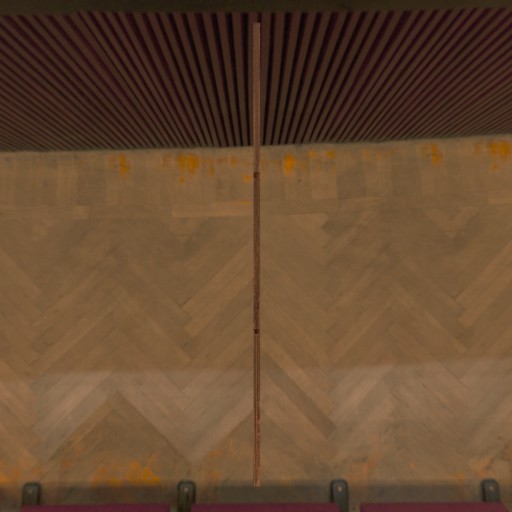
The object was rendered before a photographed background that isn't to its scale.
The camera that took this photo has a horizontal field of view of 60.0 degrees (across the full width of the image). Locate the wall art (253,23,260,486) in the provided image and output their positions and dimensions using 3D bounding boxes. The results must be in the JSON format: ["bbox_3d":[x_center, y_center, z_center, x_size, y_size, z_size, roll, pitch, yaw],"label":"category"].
[{"bbox_3d":[0.000,0.000,1.331,0.013,0.914,0.915,0,89,0],"label":"wall art"}]
